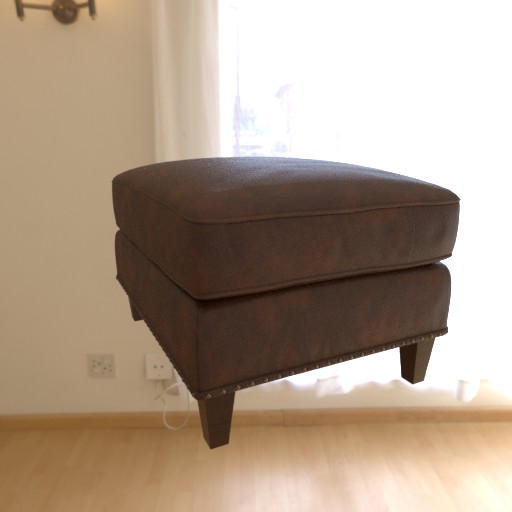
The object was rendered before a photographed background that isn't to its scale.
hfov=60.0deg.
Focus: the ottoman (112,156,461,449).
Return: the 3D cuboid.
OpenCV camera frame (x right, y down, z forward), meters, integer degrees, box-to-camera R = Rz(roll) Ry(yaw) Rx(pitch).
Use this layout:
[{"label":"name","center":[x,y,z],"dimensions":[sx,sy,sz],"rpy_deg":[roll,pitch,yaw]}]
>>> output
[{"label":"ottoman","center":[0.000,0.000,1.116],"dimensions":[0.586,0.486,0.742],"rpy_deg":[-7,16,-26]}]
